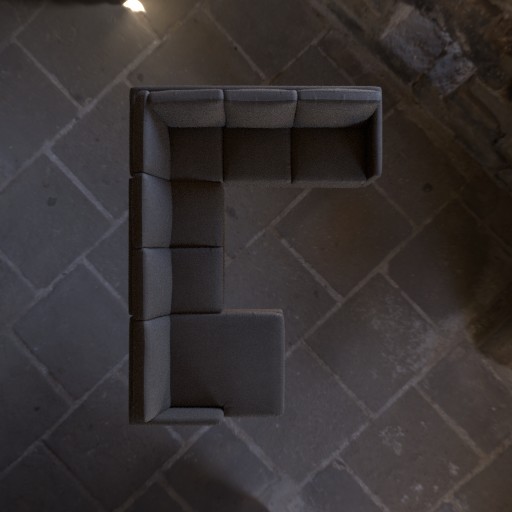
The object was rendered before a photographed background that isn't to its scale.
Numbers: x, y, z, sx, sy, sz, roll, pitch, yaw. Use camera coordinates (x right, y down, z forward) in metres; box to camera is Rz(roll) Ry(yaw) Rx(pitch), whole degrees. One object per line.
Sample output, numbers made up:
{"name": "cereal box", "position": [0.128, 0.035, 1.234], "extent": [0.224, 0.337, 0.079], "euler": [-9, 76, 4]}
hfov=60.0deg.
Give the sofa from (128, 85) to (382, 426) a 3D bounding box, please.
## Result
{"name": "sofa", "position": [0.000, 0.000, 4.724], "extent": [2.594, 0.961, 3.460], "euler": [0, 89, 0]}
